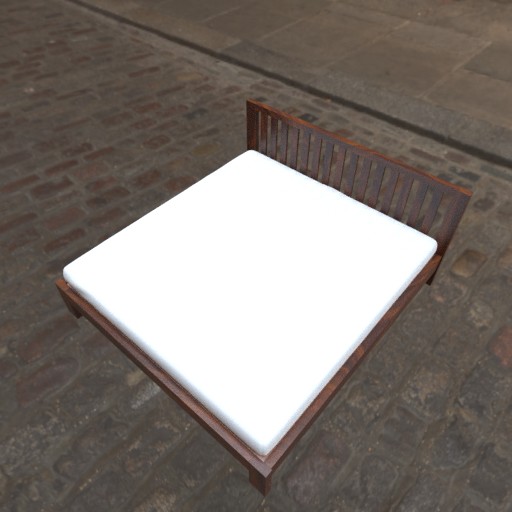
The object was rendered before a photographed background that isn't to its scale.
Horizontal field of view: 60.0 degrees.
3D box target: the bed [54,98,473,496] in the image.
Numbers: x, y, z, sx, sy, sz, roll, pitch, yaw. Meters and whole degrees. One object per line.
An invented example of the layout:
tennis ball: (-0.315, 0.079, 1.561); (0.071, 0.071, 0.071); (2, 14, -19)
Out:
bed: (0.000, 0.000, 3.053); (1.905, 0.890, 2.030); (32, 54, 27)
